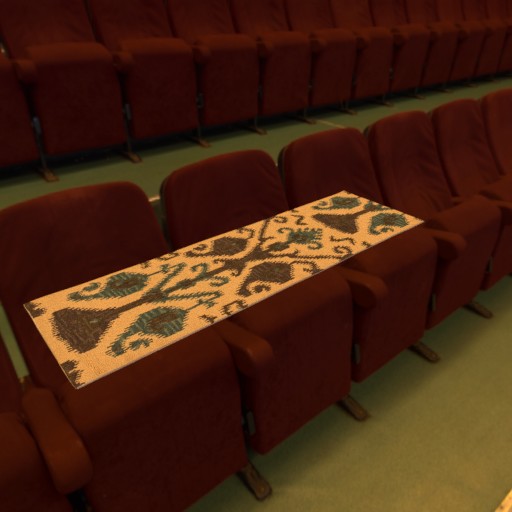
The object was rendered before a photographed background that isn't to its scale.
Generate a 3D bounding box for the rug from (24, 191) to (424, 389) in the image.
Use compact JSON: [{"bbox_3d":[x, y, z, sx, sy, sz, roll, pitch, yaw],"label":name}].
[{"bbox_3d":[0.000,0.000,2.503,2.301,0.017,0.692,-22,36,-34],"label":"rug"}]
